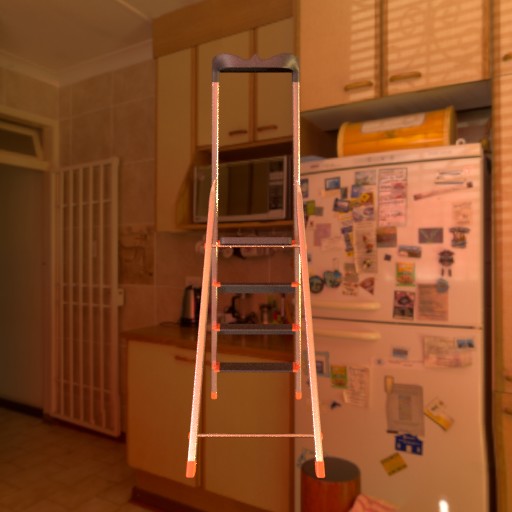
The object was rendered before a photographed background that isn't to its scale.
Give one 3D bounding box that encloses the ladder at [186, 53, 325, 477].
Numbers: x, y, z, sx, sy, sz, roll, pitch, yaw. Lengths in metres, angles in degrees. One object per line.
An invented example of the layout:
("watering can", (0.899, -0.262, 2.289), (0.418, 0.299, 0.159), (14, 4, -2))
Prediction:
("ladder", (0.000, 0.000, 1.845), (0.452, 1.429, 0.834), (0, 0, 0))
